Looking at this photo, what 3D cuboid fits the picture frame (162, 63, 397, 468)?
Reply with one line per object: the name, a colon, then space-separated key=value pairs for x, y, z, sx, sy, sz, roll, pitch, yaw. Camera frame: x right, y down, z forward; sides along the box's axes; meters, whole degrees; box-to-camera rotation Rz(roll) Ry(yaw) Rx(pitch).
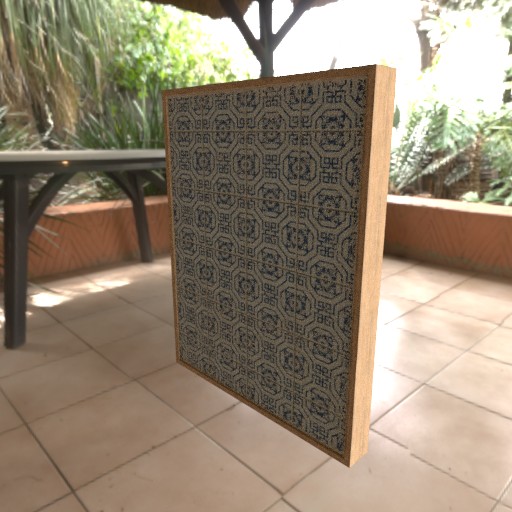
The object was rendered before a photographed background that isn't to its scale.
picture frame: x=0.000 y=0.000 z=0.713 sx=0.046 sy=0.526 sz=0.421 roll=-14 pitch=21 yaw=-42
